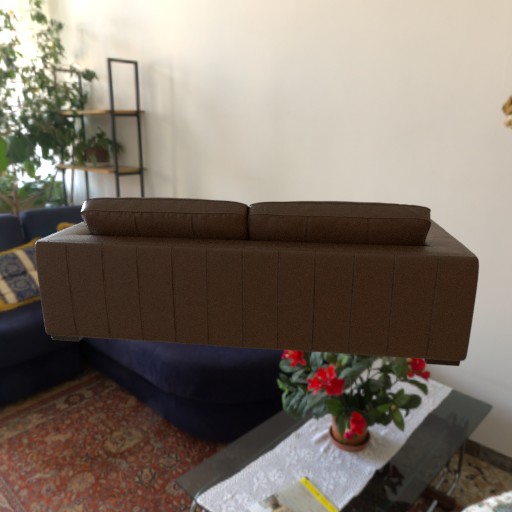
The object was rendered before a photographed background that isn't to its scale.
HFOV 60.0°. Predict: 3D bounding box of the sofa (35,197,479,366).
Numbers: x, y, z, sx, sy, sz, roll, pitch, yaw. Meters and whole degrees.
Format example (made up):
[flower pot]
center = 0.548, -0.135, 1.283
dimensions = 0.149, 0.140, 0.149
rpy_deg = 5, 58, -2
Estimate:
[sofa]
center = 0.000, 0.000, 2.741
dimensions = 2.262, 0.801, 1.070
rpy_deg = 2, 17, 7
